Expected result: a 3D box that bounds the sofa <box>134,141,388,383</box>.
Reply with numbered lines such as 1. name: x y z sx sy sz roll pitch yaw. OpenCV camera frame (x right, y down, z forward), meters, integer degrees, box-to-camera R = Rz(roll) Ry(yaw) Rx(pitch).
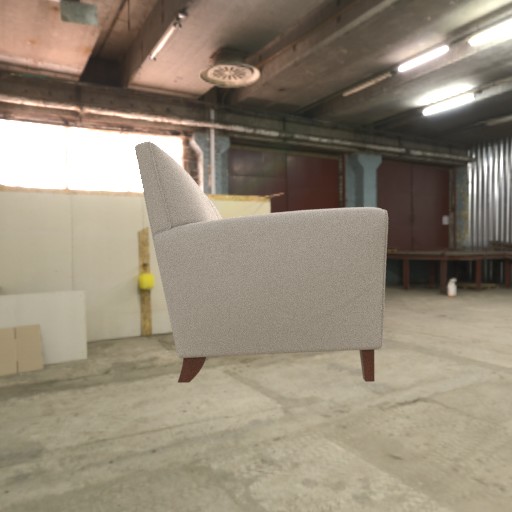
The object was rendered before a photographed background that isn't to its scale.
1. sofa: 0.000 0.000 2.479 0.875 0.846 2.000 0 2 -1
